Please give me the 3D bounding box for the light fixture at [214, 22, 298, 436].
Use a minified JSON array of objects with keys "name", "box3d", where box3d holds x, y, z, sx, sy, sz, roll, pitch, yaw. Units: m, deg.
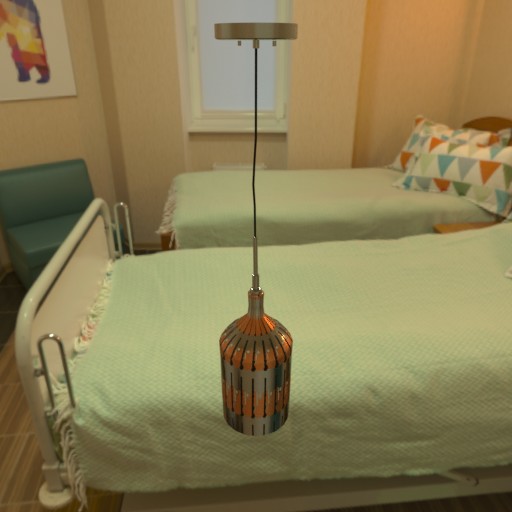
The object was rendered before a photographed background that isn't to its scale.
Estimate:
[{"name":"light fixture","box3d":[0.000,0.000,1.655,0.303,1.535,0.303,0,26,0]}]
